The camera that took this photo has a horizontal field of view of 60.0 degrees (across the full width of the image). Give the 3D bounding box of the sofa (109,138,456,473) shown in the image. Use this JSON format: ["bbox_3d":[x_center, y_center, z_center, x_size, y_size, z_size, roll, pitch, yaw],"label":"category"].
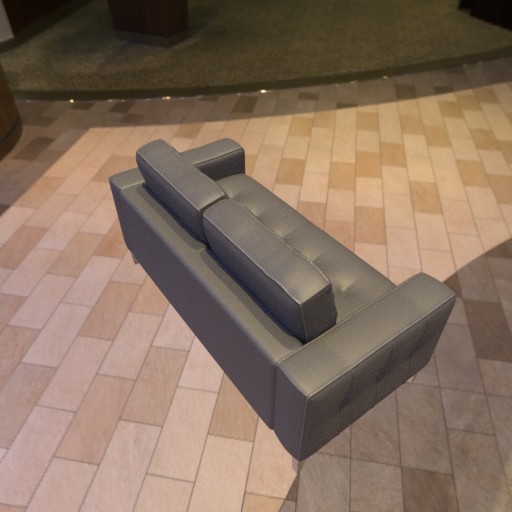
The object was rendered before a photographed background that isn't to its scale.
[{"bbox_3d":[0.000,0.000,2.250,0.833,0.893,1.726,-26,48,-26],"label":"sofa"}]
